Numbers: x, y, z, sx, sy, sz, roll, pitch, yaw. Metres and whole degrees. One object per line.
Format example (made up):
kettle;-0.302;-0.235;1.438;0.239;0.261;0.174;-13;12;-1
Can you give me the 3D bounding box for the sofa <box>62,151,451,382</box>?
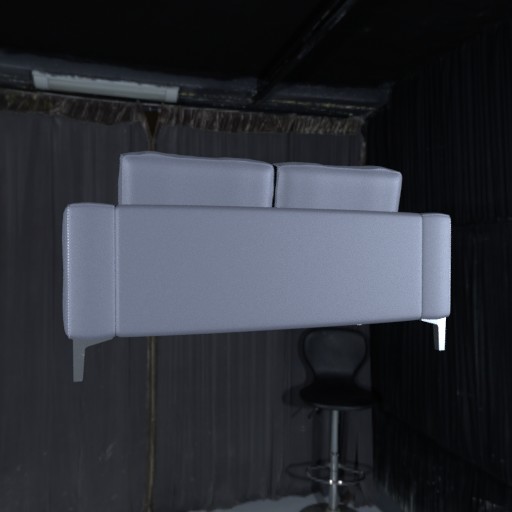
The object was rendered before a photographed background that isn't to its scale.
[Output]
sofa;0.000;0.000;2.221;1.726;0.893;0.833;0;1;-18
